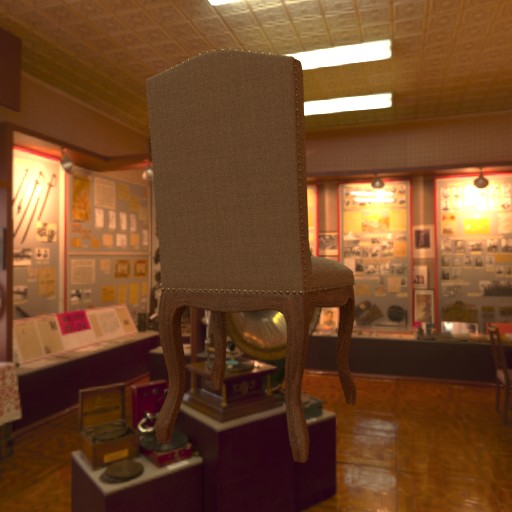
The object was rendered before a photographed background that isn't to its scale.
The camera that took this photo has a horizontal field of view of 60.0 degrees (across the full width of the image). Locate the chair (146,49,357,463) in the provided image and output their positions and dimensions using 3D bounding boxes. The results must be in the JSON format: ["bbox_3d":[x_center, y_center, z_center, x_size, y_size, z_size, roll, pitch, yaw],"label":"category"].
[{"bbox_3d":[0.000,0.000,1.605,0.637,1.191,0.731,0,-1,19],"label":"chair"}]
